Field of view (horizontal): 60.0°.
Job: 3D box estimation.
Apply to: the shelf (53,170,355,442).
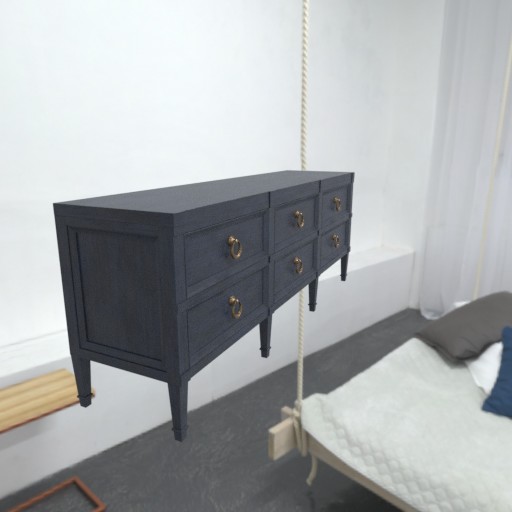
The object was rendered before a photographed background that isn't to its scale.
[{"bbox_3d":[0.000,0.000,2.177,0.471,0.715,1.878,7,16,26],"label":"shelf"}]
